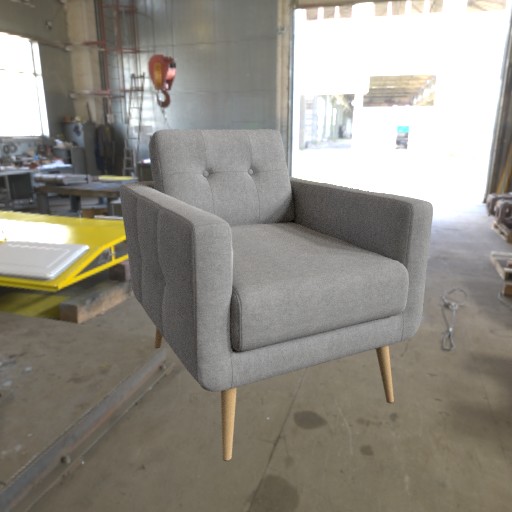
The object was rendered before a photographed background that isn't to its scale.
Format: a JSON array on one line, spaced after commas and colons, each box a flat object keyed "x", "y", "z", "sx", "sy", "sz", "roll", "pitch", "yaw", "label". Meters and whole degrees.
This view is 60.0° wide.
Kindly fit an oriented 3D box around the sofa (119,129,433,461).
[{"x": 0.000, "y": 0.000, "z": 1.562, "sx": 0.770, "sy": 0.860, "sz": 0.920, "roll": -8, "pitch": 18, "yaw": -26, "label": "sofa"}]
